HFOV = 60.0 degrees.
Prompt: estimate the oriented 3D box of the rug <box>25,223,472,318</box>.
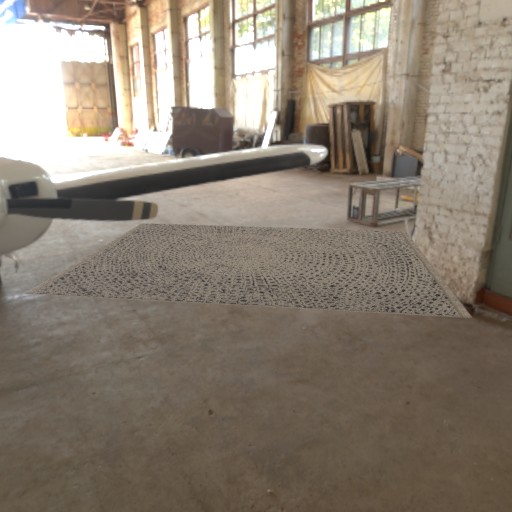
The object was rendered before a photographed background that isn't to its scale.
[{"bbox_3d":[0.000,0.000,2.163,1.634,0.003,1.190,2,18,7],"label":"rug"}]
